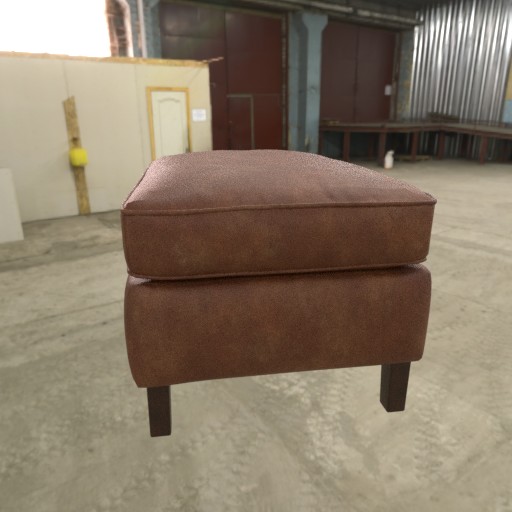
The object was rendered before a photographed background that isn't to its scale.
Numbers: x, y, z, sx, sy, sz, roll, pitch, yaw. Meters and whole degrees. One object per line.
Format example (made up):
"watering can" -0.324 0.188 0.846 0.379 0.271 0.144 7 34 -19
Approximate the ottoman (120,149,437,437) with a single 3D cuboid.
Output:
"ottoman" 0.000 0.000 0.960 0.501 0.418 0.665 -3 18 -8
